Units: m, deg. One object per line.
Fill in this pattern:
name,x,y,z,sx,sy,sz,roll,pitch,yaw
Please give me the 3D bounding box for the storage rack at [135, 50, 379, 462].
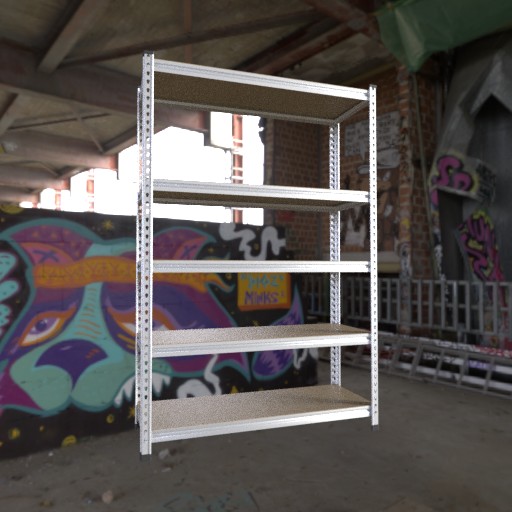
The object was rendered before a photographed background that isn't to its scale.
storage rack,0.000,0.000,2.373,1.219,1.829,0.457,1,-2,-18
